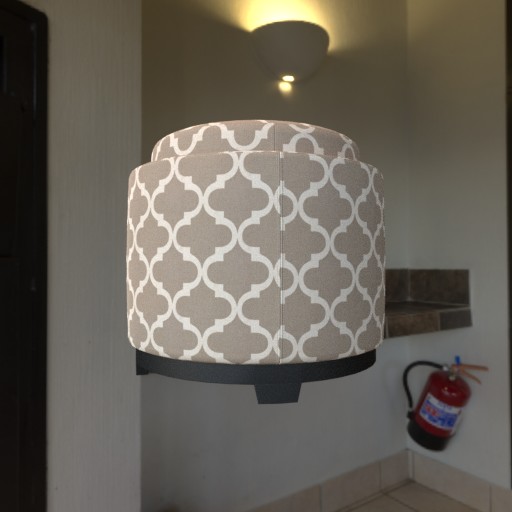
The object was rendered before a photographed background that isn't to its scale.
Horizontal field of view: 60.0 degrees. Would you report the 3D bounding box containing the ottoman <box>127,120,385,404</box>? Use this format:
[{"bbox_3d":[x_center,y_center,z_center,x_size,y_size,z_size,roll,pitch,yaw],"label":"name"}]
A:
[{"bbox_3d":[0.000,0.000,0.856,0.480,0.429,0.480,0,-1,0],"label":"ottoman"}]
